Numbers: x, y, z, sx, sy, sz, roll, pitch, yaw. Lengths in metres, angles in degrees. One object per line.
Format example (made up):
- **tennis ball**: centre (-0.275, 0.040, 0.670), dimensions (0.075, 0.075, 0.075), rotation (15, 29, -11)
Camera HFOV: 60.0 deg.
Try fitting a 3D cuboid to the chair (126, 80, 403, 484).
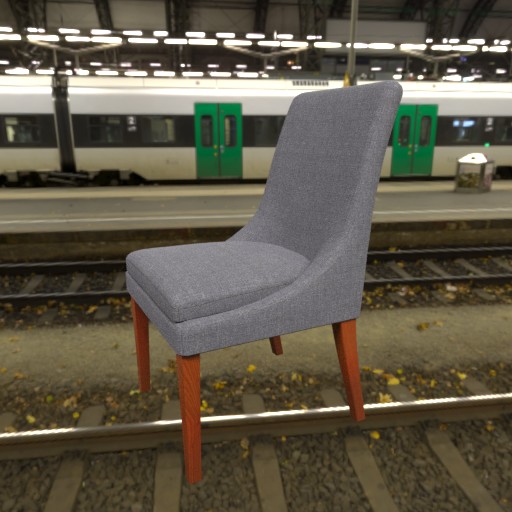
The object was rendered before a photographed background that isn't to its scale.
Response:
- **chair**: centre (0.000, 0.000, 1.294), dimensions (0.655, 0.952, 0.508), rotation (-8, 17, -27)
